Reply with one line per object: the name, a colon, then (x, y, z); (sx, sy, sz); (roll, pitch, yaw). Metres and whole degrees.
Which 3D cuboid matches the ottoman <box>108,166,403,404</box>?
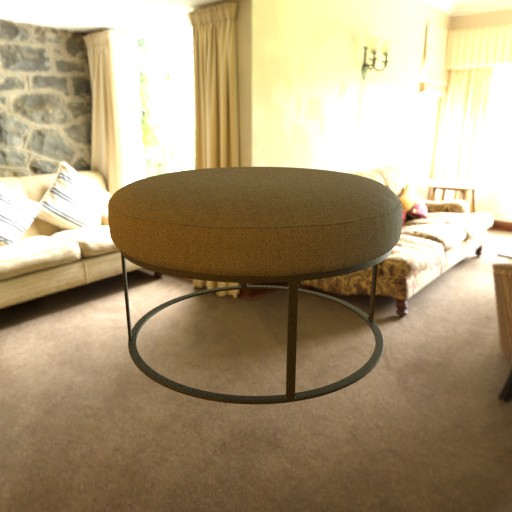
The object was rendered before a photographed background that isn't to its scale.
ottoman: (0.000, 0.000, 1.251); (0.772, 0.460, 0.772); (0, 16, 0)
